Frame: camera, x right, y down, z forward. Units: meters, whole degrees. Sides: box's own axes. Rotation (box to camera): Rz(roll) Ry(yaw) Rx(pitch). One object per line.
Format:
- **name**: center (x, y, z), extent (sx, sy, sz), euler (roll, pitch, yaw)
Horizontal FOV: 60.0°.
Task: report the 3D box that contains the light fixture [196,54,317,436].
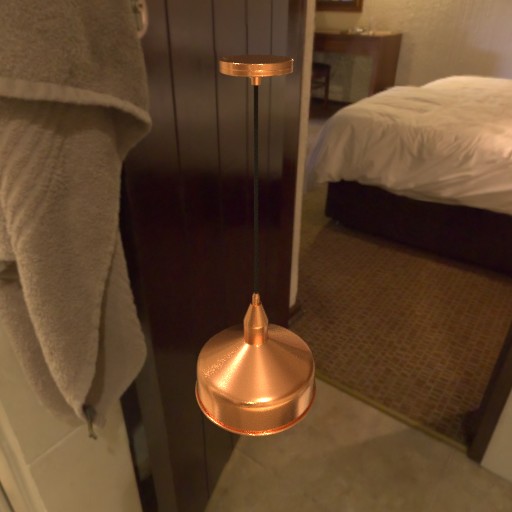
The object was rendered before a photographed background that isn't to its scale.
- **light fixture**: center (0.000, 0.000, 0.922), extent (0.301, 0.754, 0.301), euler (0, 30, 0)
